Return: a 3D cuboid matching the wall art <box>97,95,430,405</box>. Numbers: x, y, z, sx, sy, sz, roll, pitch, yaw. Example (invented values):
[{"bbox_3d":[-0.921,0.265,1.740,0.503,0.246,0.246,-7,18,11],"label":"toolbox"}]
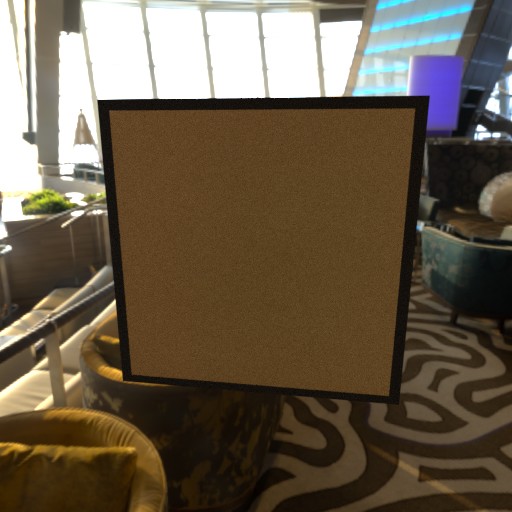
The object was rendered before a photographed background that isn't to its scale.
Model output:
[{"bbox_3d":[0.000,0.000,0.754,0.508,0.507,0.033,2,16,8],"label":"wall art"}]
